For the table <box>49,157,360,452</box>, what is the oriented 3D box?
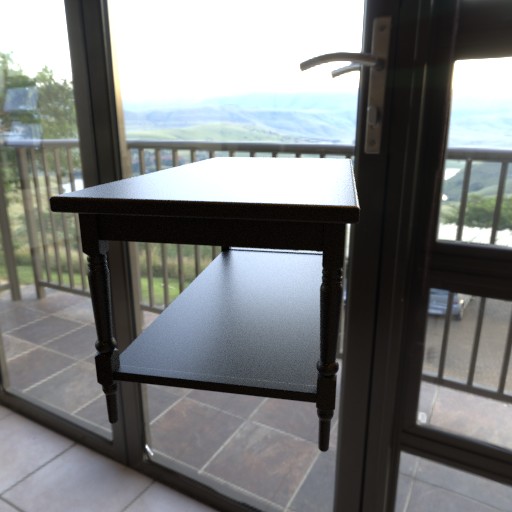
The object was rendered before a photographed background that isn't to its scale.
[{"bbox_3d":[0.000,0.000,1.344,0.550,0.510,1.107,3,17,11],"label":"table"}]
